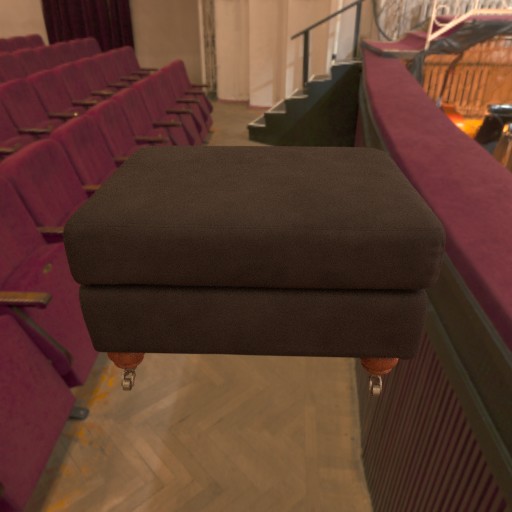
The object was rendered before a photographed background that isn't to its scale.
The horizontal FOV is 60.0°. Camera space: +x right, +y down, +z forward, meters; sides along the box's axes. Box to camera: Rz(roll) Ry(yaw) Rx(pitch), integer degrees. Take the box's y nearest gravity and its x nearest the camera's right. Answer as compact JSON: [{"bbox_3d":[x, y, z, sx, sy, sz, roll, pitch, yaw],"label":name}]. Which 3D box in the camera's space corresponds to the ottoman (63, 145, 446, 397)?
[{"bbox_3d":[0.000,0.000,1.180,0.773,0.497,0.574,1,30,2],"label":"ottoman"}]
